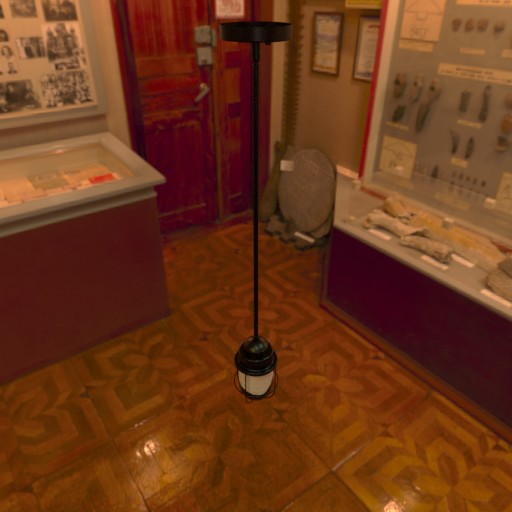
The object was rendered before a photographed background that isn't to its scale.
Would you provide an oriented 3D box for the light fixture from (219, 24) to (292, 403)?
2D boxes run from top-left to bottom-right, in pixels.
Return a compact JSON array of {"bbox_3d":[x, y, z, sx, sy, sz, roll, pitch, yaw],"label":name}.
[{"bbox_3d":[0.000,0.000,0.989,0.123,0.920,0.123,-20,37,-29],"label":"light fixture"}]
